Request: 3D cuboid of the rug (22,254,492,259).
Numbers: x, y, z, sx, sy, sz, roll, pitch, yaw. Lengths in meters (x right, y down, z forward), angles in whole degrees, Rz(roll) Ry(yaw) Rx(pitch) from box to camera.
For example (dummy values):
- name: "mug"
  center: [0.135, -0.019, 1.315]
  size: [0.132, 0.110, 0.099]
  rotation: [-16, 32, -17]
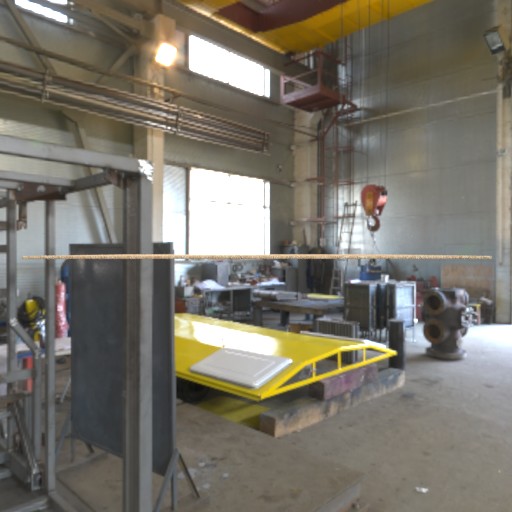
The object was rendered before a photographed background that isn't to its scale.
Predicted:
- name: "rug"
  center: [0.000, 0.000, 4.069]
  size: [3.039, 0.019, 2.420]
  rotation: [0, 0, -1]
